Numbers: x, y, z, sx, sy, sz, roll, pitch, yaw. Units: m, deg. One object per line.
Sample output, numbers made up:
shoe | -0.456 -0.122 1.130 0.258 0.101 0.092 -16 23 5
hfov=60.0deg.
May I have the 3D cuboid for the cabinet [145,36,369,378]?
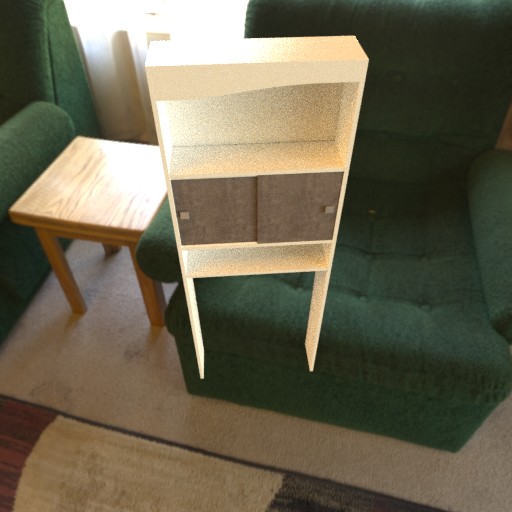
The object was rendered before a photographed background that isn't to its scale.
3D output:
cabinet | 0.000 0.000 1.965 0.643 1.770 0.192 -3 46 -3
